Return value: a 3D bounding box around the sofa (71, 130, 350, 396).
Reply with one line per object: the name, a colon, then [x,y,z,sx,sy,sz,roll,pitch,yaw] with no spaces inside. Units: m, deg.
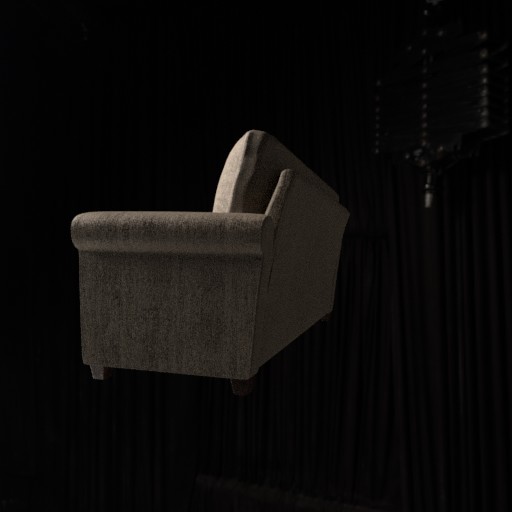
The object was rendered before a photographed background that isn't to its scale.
sofa: [0.000,0.000,2.449,0.842,0.942,1.935,0,0,18]
